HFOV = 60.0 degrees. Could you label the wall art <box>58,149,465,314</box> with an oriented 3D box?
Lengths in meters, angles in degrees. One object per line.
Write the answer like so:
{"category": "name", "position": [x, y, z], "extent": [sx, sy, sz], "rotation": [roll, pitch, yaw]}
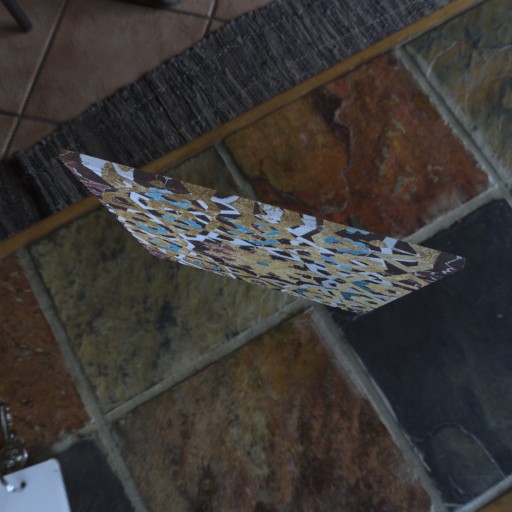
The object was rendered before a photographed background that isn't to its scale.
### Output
{"category": "wall art", "position": [0.000, 0.000, 0.622], "extent": [0.404, 0.406, 0.010], "rotation": [16, 77, 4]}
